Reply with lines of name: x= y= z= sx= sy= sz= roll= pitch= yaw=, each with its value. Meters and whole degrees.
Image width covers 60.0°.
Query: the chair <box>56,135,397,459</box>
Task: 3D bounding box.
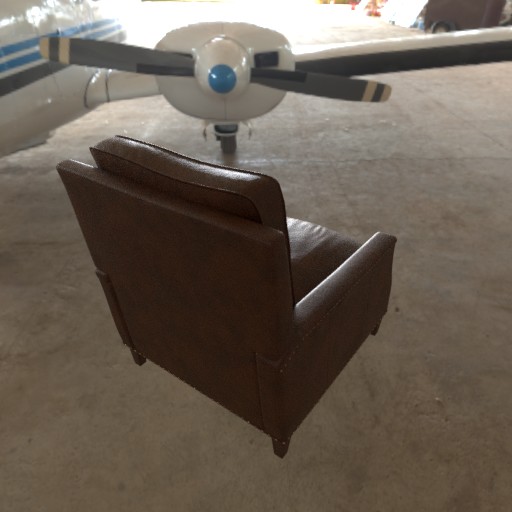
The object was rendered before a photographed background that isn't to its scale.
chair: x=0.000 y=0.000 z=1.788 sx=0.854 sy=1.054 sz=1.035 roll=21 pitch=38 yaw=30
